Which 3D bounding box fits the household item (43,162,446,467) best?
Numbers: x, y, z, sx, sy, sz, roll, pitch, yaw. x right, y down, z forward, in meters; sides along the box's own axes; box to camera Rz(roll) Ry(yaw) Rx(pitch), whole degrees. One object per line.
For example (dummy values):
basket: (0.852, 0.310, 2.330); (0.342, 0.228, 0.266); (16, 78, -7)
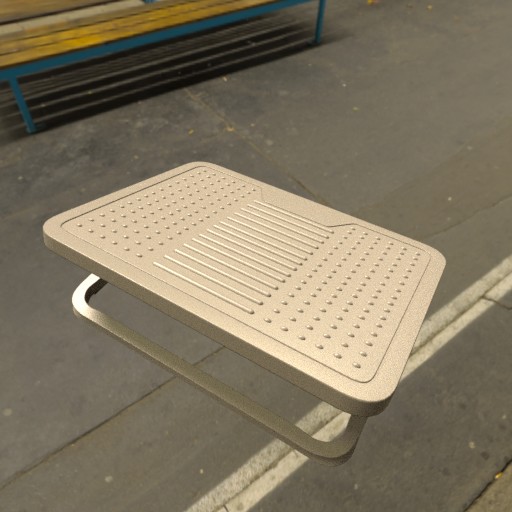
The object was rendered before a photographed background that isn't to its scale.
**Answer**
household item: (0.000, 0.000, 0.520); (0.390, 0.126, 0.301); (24, 52, 21)
